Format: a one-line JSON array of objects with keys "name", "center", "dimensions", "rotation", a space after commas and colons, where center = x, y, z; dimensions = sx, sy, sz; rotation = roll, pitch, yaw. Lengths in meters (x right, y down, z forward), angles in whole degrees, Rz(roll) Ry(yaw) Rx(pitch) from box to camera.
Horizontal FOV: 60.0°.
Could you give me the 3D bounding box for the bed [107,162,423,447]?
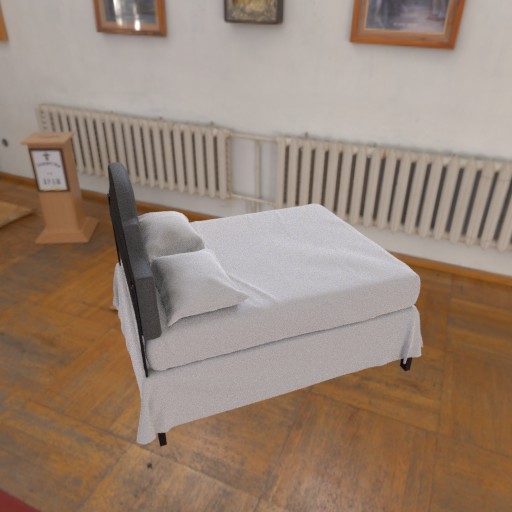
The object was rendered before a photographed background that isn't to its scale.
[{"name": "bed", "center": [0.000, 0.000, 3.455], "dimensions": [2.222, 1.634, 1.780], "rotation": [-10, 30, -19]}]
